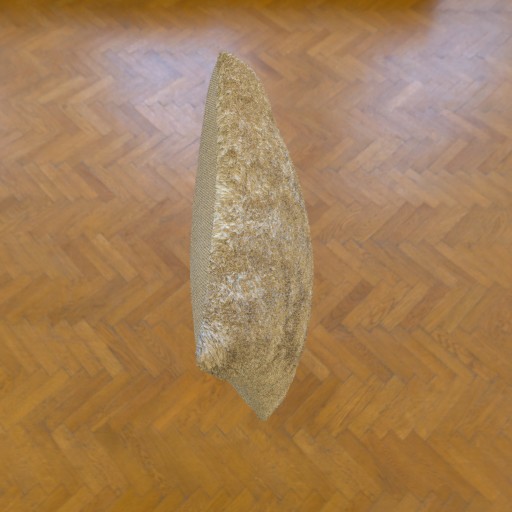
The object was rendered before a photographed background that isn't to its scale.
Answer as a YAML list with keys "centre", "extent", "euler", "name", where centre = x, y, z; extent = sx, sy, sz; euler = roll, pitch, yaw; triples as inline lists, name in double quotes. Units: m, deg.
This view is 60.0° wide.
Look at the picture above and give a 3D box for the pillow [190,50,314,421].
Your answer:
- centre: [0.000, 0.000, 0.824]
  extent: [0.218, 0.515, 0.529]
  euler: [0, 63, 0]
  name: "pillow"
